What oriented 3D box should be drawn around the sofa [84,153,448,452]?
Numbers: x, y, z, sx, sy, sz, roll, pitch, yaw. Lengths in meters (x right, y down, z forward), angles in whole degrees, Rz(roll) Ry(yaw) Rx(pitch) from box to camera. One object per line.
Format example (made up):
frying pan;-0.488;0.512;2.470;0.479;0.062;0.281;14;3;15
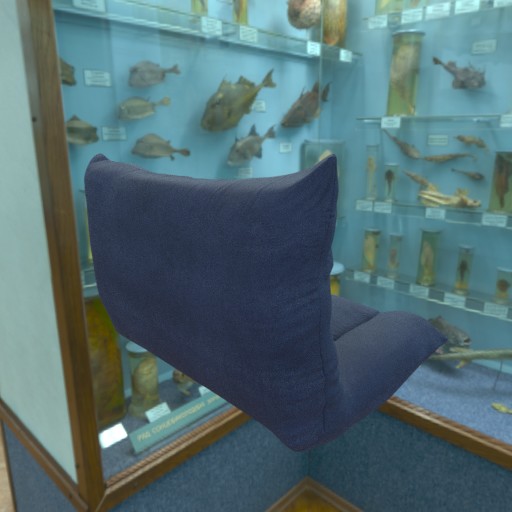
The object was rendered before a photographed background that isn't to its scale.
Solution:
sofa;0.000;0.000;1.622;0.849;0.778;1.122;-14;21;-42
